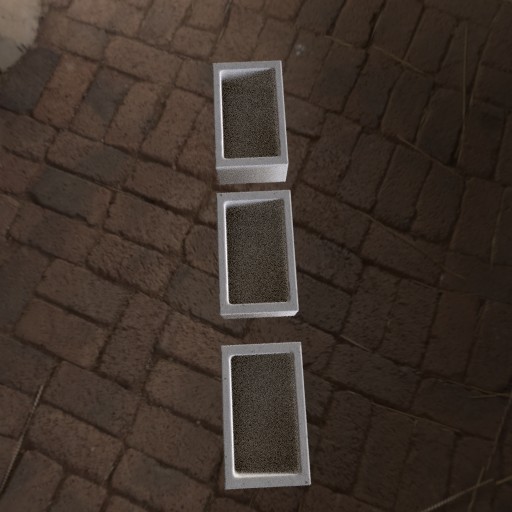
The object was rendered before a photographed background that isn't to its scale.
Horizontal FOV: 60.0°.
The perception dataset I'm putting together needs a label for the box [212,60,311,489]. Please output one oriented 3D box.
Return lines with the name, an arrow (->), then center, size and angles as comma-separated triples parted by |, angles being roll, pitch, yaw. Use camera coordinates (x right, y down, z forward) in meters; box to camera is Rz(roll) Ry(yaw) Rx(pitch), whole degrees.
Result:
box -> 0.000, 0.000, 0.496 | 0.082, 0.051, 0.461 | -3, 77, -1
